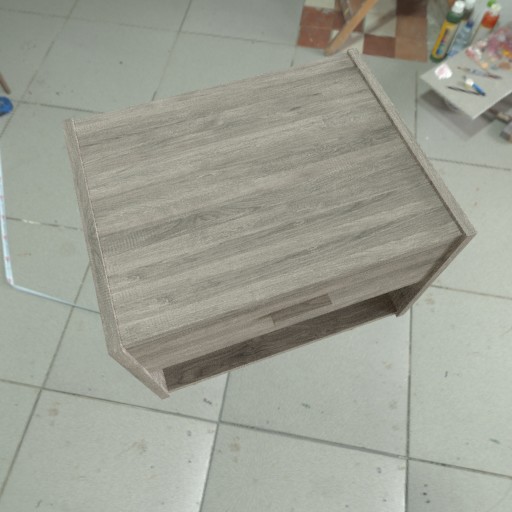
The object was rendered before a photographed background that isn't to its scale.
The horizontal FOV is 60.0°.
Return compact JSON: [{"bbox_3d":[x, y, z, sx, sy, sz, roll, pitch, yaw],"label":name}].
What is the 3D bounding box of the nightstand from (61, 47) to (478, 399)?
[{"bbox_3d":[0.000,0.000,0.837,0.480,0.500,0.380,-17,65,-8],"label":"nightstand"}]
